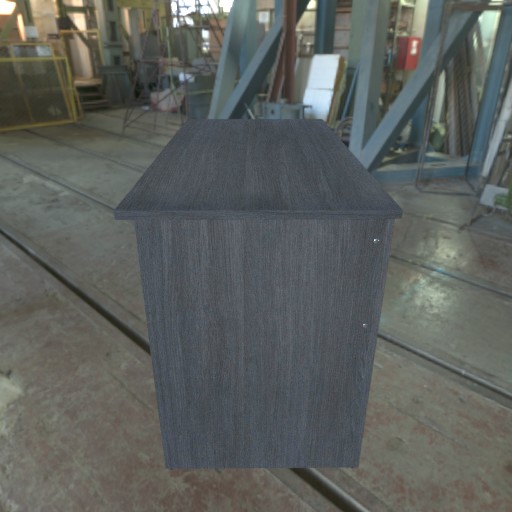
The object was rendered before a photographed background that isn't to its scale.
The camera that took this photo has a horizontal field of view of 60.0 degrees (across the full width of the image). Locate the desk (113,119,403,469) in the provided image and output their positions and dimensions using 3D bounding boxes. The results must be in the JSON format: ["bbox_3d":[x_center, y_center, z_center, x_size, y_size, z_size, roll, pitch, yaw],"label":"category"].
[{"bbox_3d":[0.000,0.000,1.508,0.560,0.730,1.096,0,26,0],"label":"desk"}]
